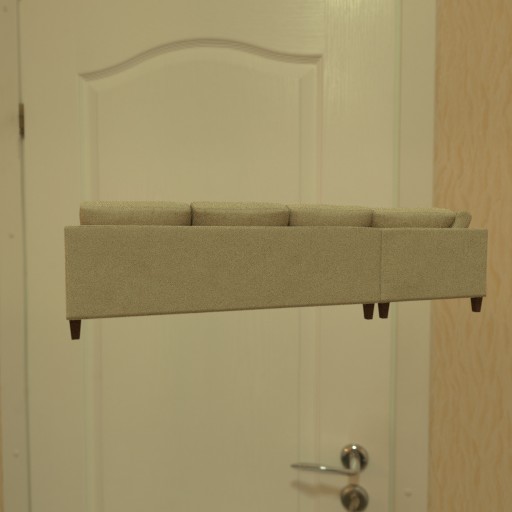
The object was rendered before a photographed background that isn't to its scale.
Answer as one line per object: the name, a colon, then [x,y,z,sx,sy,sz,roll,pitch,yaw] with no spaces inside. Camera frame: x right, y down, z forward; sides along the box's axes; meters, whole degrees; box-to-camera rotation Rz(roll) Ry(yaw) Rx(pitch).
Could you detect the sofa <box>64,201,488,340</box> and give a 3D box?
sofa: [0.000,0.000,4.231,3.182,0.863,2.432,-1,3,-18]
